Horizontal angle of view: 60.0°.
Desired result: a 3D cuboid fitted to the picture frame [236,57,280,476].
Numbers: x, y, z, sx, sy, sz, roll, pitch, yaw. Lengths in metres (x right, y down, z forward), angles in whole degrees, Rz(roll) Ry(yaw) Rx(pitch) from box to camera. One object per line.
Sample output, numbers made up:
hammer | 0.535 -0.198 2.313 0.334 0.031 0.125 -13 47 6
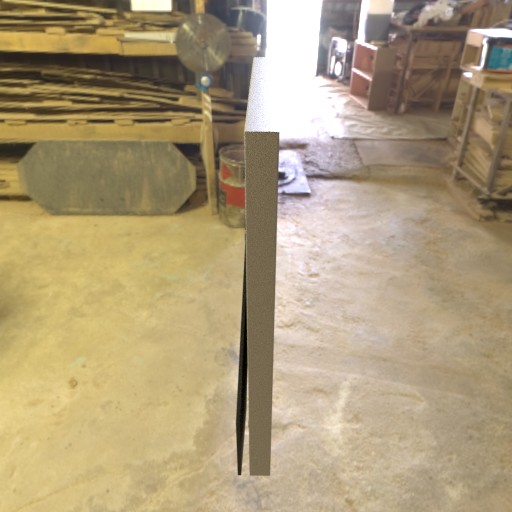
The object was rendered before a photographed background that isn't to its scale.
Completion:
picture frame | 0.000 0.000 0.521 0.036 0.386 0.307 0 32 1
